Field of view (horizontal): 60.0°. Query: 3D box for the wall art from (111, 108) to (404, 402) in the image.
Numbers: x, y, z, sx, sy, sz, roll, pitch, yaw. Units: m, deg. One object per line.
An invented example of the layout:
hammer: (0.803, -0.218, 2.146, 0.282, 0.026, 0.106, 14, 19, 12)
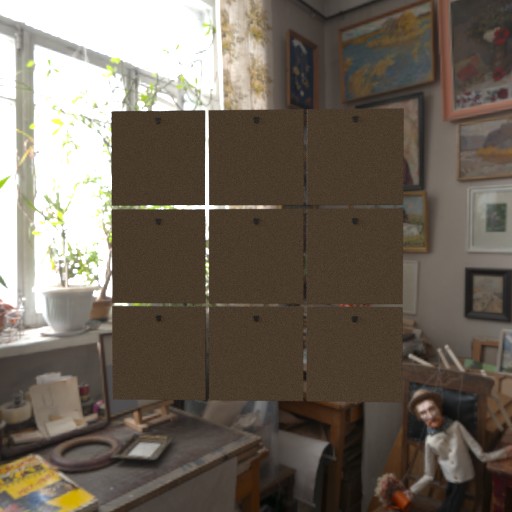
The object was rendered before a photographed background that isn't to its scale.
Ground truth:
wall art: (0.000, 0.000, 2.335, 1.533, 1.532, 0.019, 0, 1, 2)
